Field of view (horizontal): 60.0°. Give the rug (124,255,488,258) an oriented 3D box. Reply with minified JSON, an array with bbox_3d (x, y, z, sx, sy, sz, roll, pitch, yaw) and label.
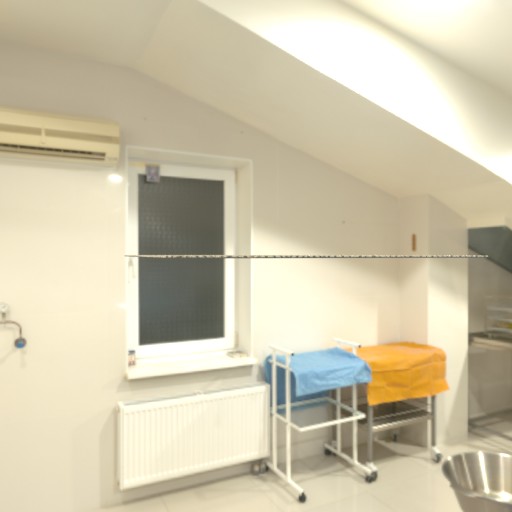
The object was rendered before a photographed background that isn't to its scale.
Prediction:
[{"bbox_3d":[0.000,0.000,2.193,1.144,0.008,1.752,0,0,-20],"label":"rug"}]
